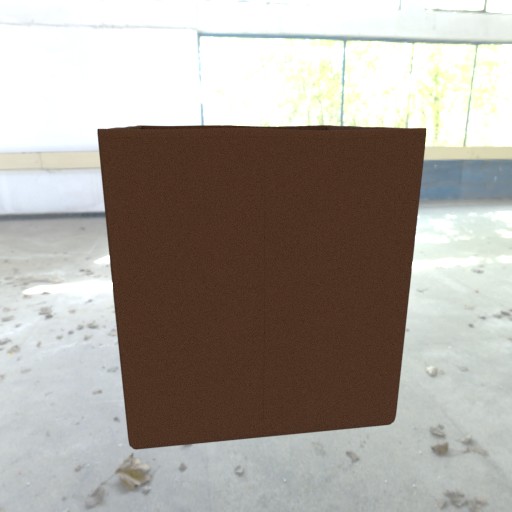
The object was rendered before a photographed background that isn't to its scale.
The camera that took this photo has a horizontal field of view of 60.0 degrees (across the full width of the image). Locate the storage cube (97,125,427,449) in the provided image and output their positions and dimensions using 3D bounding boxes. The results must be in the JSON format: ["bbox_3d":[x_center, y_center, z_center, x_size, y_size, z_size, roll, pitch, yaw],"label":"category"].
[{"bbox_3d":[0.000,0.000,0.498,0.270,0.280,0.270,-2,17,-8],"label":"storage cube"}]
